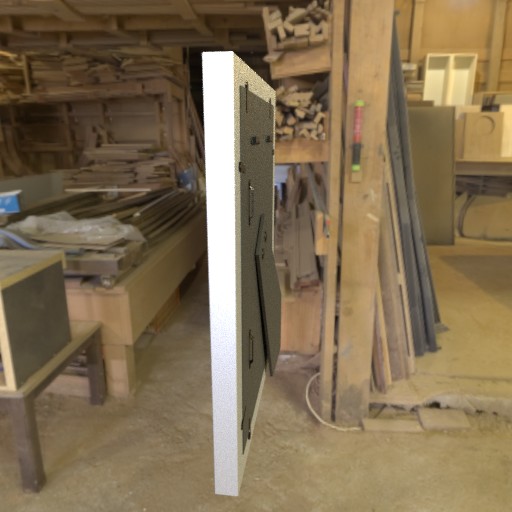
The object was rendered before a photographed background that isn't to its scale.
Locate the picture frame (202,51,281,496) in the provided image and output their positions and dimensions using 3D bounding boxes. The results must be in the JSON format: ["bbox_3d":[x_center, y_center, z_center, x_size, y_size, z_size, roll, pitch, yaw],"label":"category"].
[{"bbox_3d":[0.000,0.000,0.514,0.036,0.386,0.307,2,16,8],"label":"picture frame"}]
